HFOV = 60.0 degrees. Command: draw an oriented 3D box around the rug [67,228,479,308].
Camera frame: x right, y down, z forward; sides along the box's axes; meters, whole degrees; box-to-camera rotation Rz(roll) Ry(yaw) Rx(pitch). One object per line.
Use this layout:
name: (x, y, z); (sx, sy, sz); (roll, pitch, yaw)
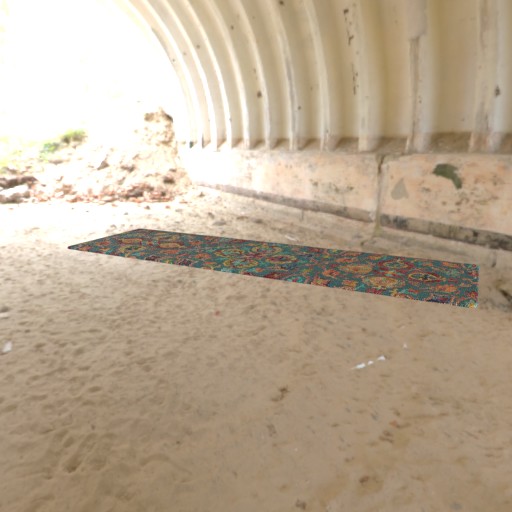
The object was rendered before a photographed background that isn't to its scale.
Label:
rug: (0.000, 0.000, 2.532); (2.286, 0.013, 0.686); (7, 16, 26)
